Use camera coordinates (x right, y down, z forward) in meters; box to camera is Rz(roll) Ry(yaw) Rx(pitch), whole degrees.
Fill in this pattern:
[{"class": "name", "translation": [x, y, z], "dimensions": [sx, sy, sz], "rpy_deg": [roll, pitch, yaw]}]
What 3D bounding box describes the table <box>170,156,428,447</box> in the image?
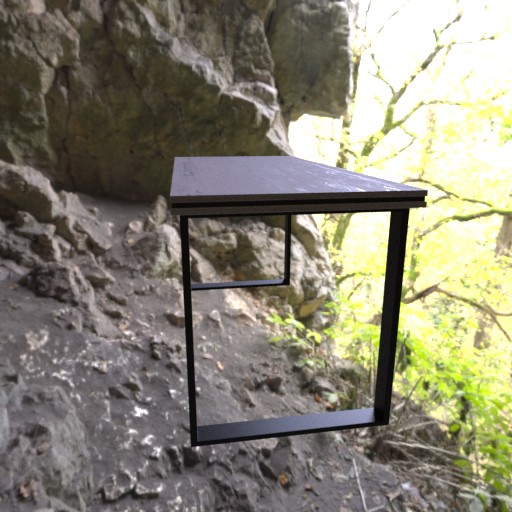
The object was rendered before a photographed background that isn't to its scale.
[{"class": "table", "translation": [0.000, 0.000, 2.289], "dimensions": [0.795, 0.899, 1.778], "rpy_deg": [-3, 16, -9]}]
